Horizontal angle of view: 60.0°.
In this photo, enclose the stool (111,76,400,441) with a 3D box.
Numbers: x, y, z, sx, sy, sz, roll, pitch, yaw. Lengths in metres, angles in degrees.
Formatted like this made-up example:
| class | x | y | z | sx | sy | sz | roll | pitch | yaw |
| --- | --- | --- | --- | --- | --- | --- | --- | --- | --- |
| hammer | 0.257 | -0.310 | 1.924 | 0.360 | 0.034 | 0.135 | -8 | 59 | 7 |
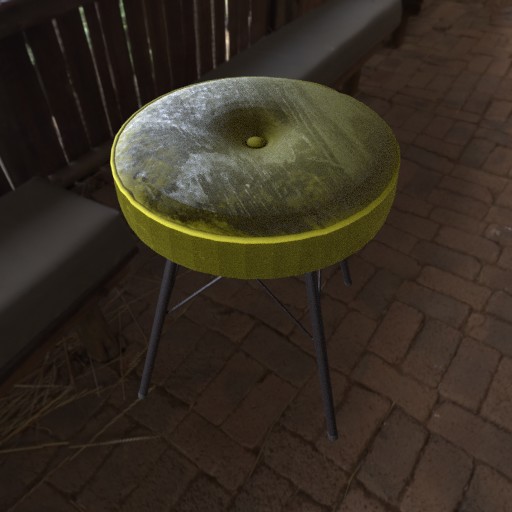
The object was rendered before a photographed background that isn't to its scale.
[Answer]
| class | x | y | z | sx | sy | sz | roll | pitch | yaw |
| --- | --- | --- | --- | --- | --- | --- | --- | --- | --- |
| stool | 0.000 | 0.000 | 0.806 | 0.409 | 0.508 | 0.409 | 9 | 48 | 8 |
